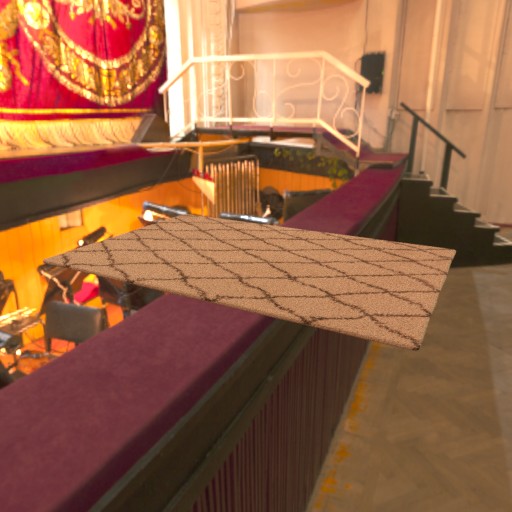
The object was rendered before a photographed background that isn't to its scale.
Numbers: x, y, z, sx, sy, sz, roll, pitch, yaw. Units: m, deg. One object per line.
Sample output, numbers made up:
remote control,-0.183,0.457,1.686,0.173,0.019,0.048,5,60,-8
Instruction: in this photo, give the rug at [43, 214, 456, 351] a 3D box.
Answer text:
rug,0.000,0.000,3.485,2.743,0.030,1.778,10,21,27
